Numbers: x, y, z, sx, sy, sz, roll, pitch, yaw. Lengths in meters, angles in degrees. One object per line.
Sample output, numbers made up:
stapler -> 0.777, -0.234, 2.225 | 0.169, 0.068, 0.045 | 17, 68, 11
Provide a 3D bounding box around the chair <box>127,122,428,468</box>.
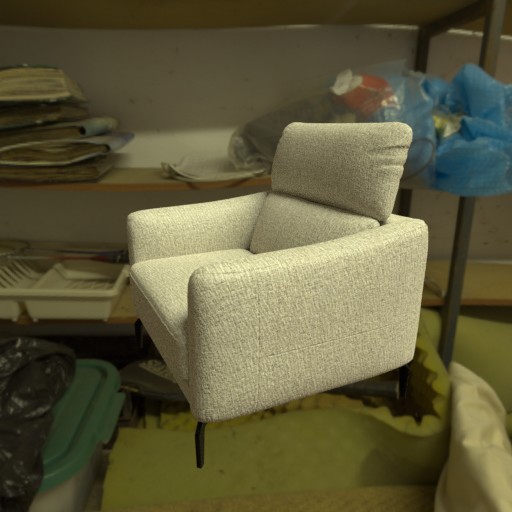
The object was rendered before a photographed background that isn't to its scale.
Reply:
chair -> 0.000, 0.000, 1.671 | 0.835, 0.967, 0.972 | -8, 18, -25
